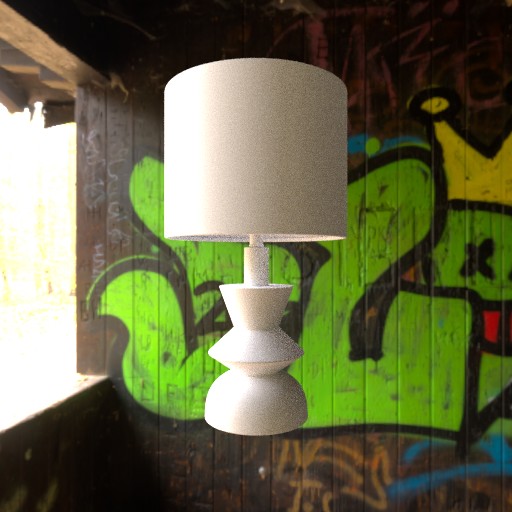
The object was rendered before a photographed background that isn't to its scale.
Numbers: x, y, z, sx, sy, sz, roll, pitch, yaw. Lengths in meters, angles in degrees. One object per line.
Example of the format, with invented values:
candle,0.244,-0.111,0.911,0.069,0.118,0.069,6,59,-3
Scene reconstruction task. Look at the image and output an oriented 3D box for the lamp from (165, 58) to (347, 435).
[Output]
lamp,0.000,0.000,0.746,0.301,0.533,0.301,0,0,-17
